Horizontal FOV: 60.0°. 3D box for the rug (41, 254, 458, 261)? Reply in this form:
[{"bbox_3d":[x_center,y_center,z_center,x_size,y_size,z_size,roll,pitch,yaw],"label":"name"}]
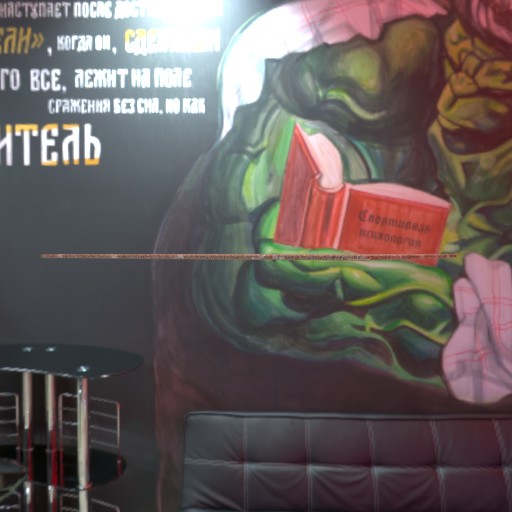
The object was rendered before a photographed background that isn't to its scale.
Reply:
[{"bbox_3d":[0.000,0.000,4.120,3.047,0.029,2.438,0,0,35],"label":"rug"}]
